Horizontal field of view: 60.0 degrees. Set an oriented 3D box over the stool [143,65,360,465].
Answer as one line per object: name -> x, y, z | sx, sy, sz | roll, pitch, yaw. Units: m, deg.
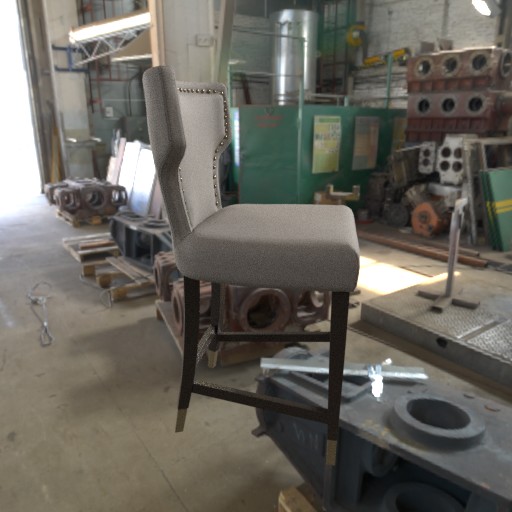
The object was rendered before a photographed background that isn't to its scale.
stool -> 0.000, 0.000, 1.291 | 0.563, 0.982, 0.527 | 3, 17, 10
